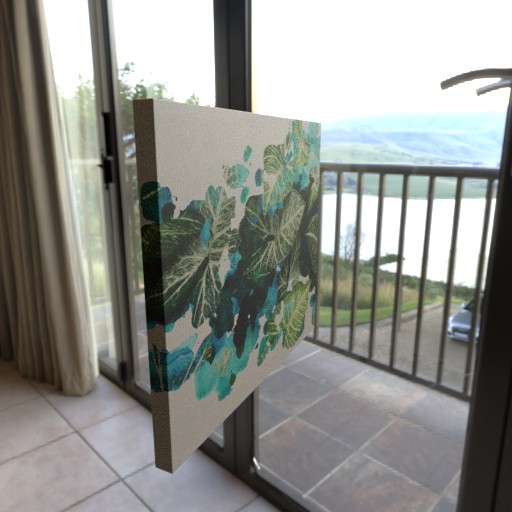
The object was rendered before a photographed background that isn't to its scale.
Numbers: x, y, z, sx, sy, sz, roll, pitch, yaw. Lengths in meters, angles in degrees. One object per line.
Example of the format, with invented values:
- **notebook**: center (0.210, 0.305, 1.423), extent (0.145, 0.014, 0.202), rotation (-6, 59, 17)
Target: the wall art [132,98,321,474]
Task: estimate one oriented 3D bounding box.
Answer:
- **wall art**: center (0.000, 0.000, 1.002), extent (0.043, 0.610, 0.711), rotation (7, 15, 26)
